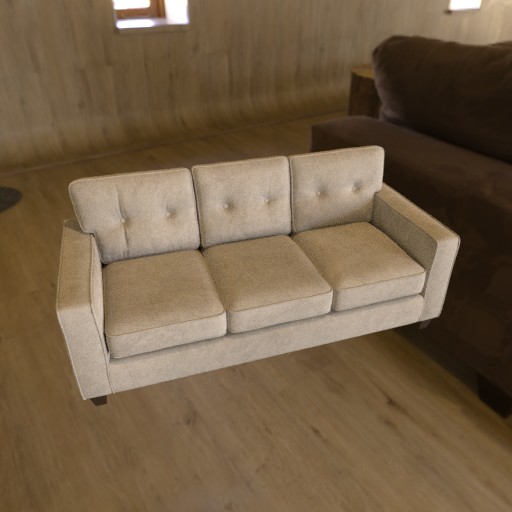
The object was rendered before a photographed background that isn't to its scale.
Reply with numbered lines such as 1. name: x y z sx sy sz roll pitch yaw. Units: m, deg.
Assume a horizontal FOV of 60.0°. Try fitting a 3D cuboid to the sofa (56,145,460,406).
1. sofa: 0.000 0.000 2.632 2.133 0.965 0.939 -10 34 -15
